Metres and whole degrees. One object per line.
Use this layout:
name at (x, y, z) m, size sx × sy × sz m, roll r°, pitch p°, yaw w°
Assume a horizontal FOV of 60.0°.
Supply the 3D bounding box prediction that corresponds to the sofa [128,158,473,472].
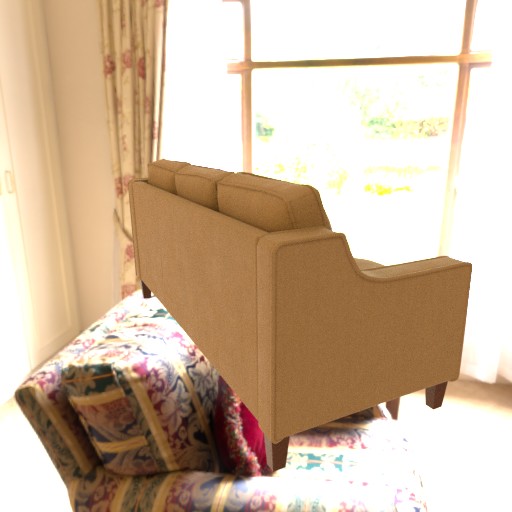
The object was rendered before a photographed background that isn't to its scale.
sofa at (0.000, 0.000, 2.403) m, size 0.911 × 0.974 × 1.986 m, roll -8°, pitch 18°, yaw -26°
